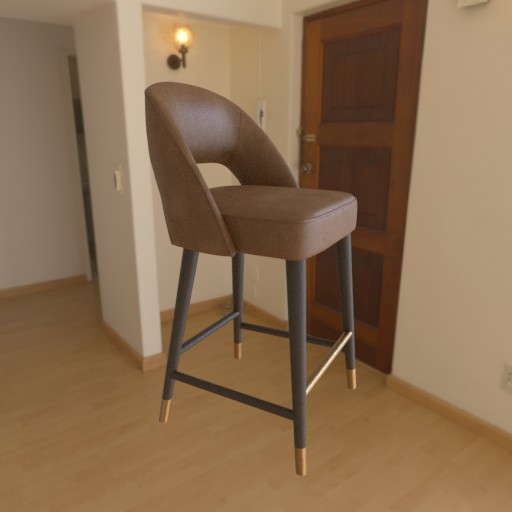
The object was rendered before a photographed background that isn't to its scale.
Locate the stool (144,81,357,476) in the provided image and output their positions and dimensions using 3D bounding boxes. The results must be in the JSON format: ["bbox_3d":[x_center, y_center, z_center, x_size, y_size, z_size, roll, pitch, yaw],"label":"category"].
[{"bbox_3d":[0.000,0.000,1.253,0.509,0.940,0.494,8,17,27],"label":"stool"}]
